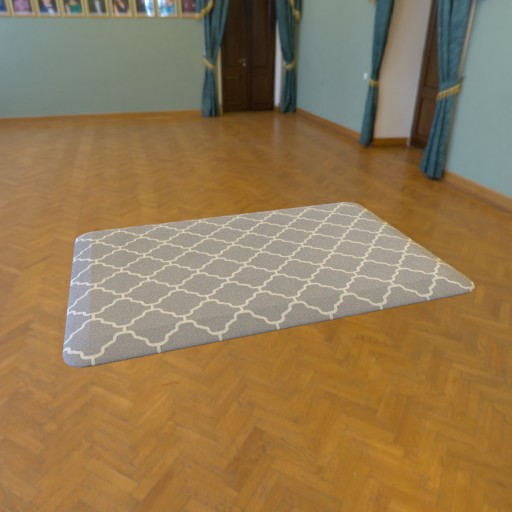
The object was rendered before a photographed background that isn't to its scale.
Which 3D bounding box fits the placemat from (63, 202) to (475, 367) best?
[{"bbox_3d":[0.000,0.000,0.966,0.762,0.021,0.508,-8,28,-16],"label":"placemat"}]
